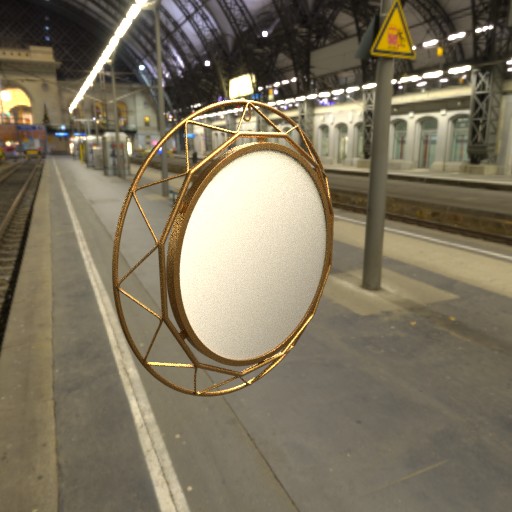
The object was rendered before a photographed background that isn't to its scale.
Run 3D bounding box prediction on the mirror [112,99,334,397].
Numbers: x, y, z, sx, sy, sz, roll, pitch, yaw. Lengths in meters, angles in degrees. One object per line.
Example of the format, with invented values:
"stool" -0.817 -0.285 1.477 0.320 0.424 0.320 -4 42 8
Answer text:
"mirror" 0.000 0.000 0.677 0.043 0.454 0.454 13 19 43
